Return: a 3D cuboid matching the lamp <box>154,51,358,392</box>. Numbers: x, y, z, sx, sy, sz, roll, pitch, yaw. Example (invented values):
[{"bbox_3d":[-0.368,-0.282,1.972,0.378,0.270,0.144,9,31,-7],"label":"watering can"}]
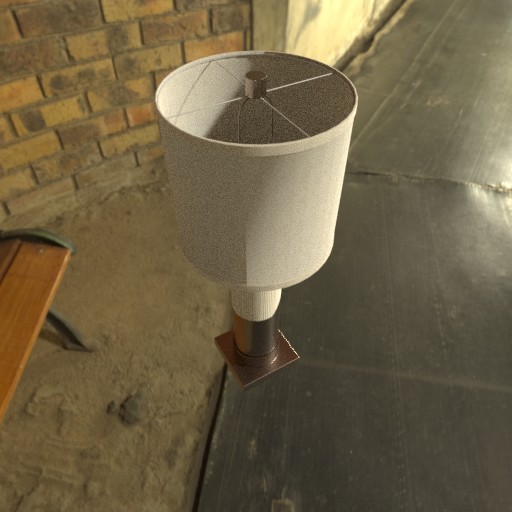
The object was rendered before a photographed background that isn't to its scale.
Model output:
[{"bbox_3d":[0.000,0.000,0.617,0.202,0.509,0.202,-23,50,-20],"label":"lamp"}]
